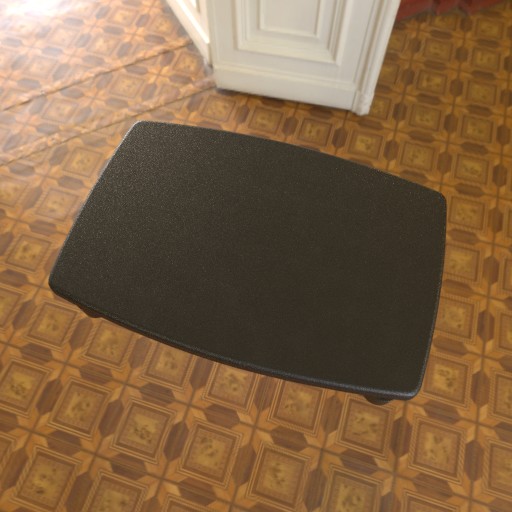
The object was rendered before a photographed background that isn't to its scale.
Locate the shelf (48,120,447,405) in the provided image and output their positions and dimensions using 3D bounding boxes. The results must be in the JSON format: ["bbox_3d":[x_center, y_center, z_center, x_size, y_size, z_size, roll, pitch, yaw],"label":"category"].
[{"bbox_3d":[0.000,0.000,0.533,0.410,0.100,0.280,15,65,7],"label":"shelf"}]
